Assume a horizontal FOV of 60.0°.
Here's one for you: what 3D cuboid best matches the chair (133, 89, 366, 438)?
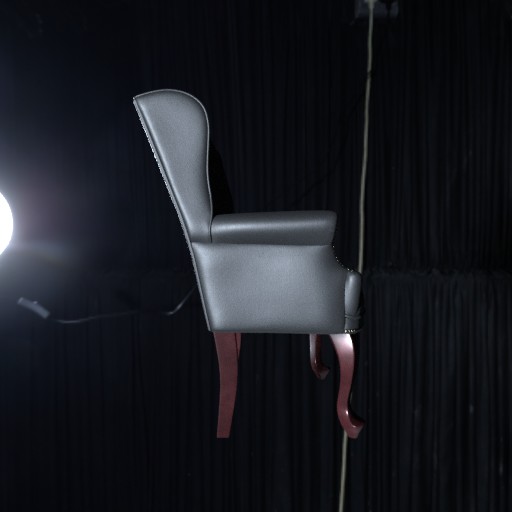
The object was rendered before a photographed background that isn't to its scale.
[{"bbox_3d":[0.000,0.000,1.667,0.762,1.111,0.838,0,1,-1],"label":"chair"}]
